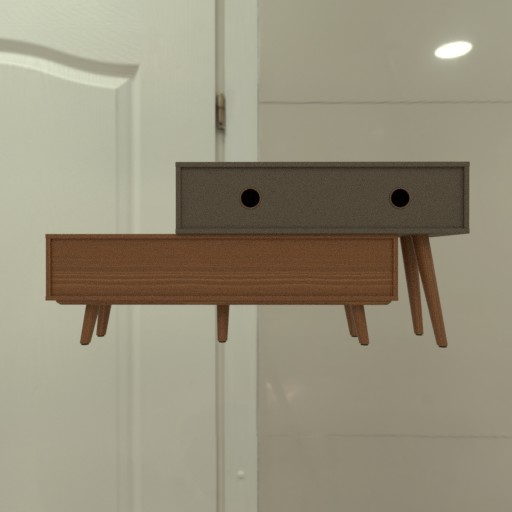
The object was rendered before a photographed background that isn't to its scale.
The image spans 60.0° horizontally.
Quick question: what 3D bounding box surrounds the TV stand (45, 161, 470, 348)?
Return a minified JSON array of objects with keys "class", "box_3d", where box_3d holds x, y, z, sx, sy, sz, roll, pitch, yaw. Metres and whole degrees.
[{"class":"TV stand","box_3d":[0.000,0.000,1.552,1.336,0.591,0.329,0,0,0]}]
